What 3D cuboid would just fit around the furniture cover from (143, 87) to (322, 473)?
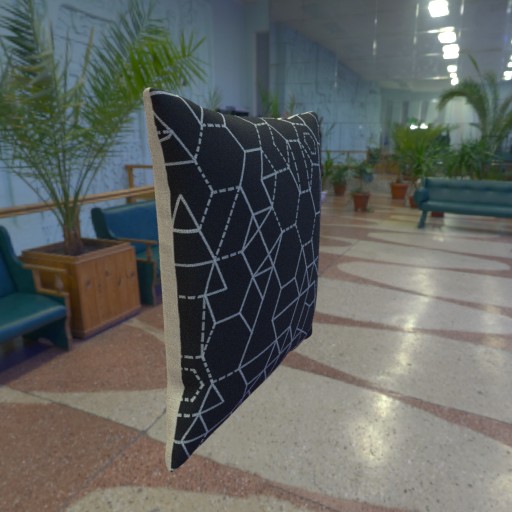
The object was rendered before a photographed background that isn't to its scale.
[{"bbox_3d":[0.000,0.000,0.775,0.158,0.508,0.517,8,17,27],"label":"furniture cover"}]
